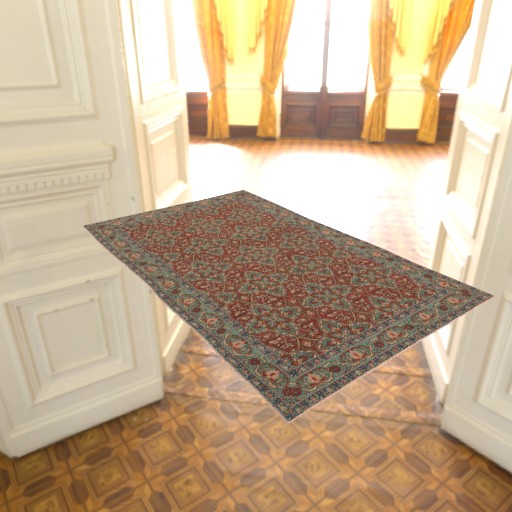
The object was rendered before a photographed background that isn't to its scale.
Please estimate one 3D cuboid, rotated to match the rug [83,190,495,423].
[{"bbox_3d":[0.000,0.000,2.954,1.533,0.011,2.439,-18,31,-33],"label":"rug"}]
